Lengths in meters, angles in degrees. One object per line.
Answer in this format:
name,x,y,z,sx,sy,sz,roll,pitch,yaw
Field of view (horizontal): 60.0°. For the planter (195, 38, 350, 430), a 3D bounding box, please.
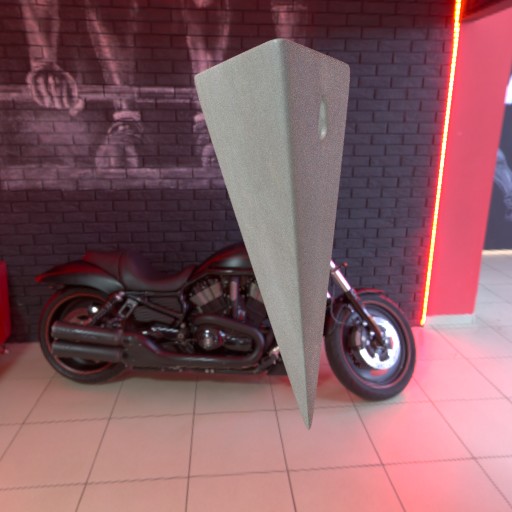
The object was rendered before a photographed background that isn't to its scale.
planter,0.000,0.000,0.158,0.047,0.130,0.058,8,18,26
